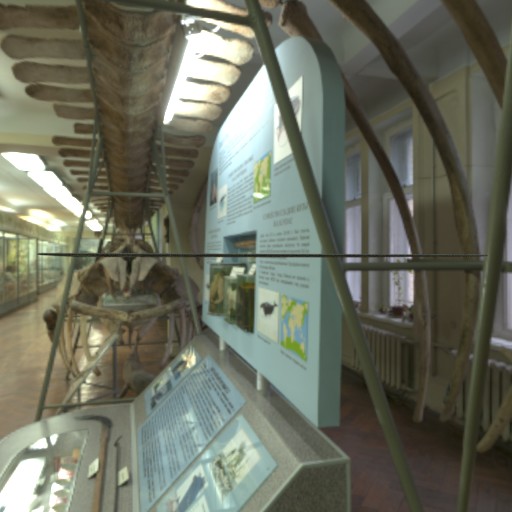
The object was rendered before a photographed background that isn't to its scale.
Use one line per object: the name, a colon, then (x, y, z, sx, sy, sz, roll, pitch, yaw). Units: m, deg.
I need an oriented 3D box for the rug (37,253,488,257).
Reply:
rug: (0.000, 0.000, 3.059, 2.476, 0.011, 1.554, 0, 0, -16)
